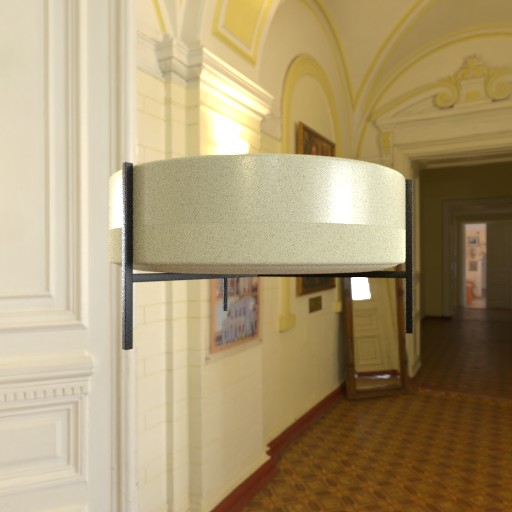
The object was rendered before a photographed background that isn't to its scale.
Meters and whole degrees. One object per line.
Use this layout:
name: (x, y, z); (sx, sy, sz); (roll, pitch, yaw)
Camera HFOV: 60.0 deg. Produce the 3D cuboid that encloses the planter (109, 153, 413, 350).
planter: (0.000, 0.000, 0.533); (0.336, 0.171, 0.345); (0, 0, -17)
